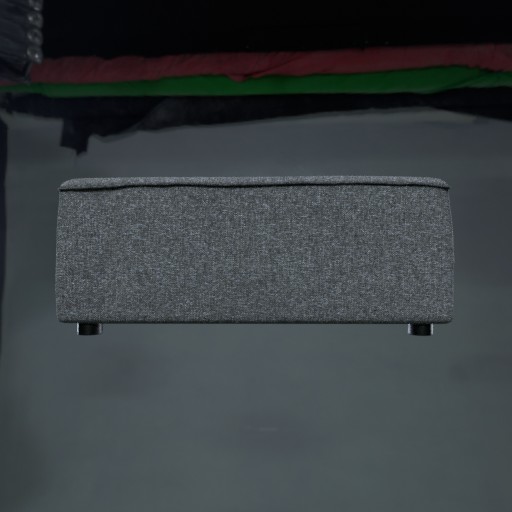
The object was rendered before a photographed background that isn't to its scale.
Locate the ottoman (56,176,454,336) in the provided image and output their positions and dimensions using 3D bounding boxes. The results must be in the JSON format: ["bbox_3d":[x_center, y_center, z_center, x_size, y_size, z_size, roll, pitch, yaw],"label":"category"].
[{"bbox_3d":[0.000,0.000,1.598,1.017,0.423,1.021,0,-1,1],"label":"ottoman"}]
